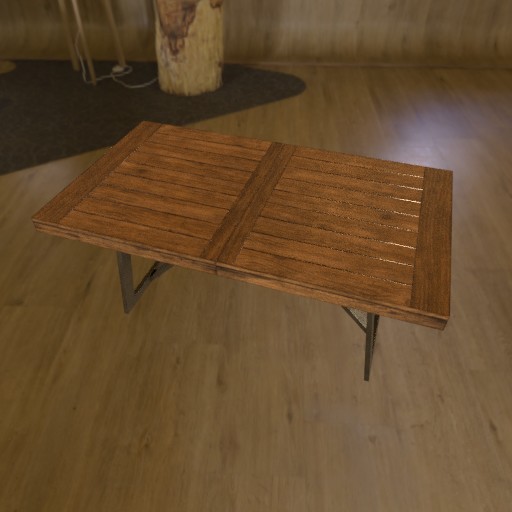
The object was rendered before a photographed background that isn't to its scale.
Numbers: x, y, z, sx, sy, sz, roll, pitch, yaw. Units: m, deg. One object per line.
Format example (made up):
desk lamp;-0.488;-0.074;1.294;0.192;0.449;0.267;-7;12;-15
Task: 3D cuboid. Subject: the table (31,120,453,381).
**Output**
table;0.000;0.000;2.209;1.641;0.757;0.931;13;44;14
